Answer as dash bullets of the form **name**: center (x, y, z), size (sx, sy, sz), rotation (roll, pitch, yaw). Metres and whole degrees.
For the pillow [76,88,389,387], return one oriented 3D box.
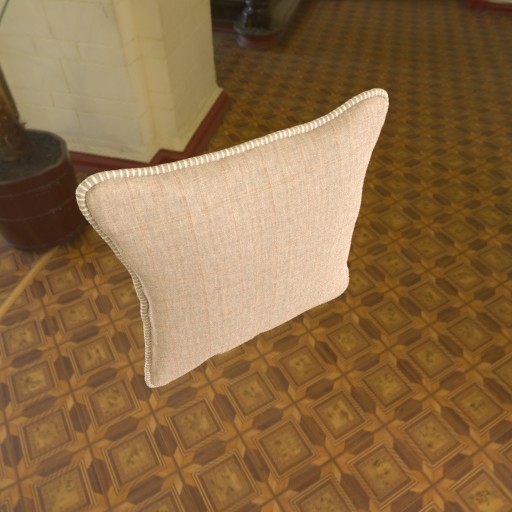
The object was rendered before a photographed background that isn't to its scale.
- **pillow**: center (0.000, 0.000, 0.760), size (0.485, 0.494, 0.124), rotation (-23, 50, -21)
